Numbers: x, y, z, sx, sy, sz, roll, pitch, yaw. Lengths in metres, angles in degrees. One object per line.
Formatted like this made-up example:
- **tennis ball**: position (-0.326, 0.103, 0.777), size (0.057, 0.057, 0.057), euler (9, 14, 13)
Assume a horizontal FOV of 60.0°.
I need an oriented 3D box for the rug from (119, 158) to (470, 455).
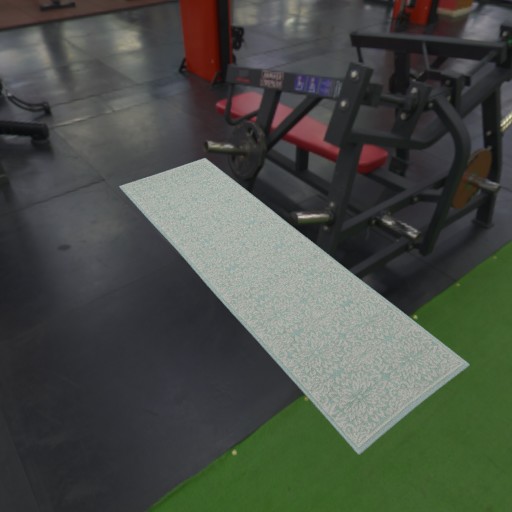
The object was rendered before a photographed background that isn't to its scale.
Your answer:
- **rug**: position (0.000, 0.000, 2.405), size (0.662, 0.011, 2.196), euler (-25, 47, -26)
